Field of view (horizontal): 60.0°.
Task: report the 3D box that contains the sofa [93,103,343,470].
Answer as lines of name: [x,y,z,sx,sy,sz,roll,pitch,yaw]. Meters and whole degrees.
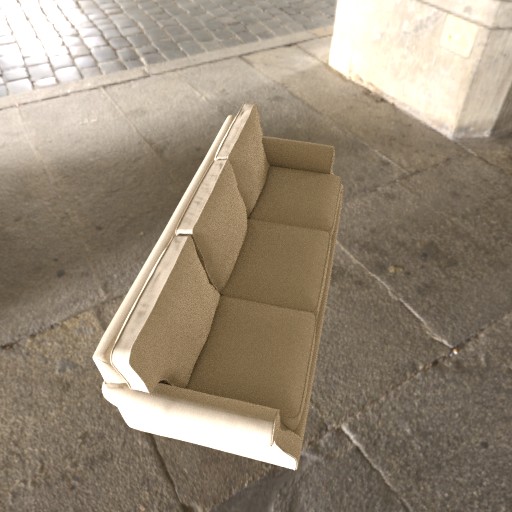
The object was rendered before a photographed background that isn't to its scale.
sofa: [0.000,0.000,2.802,0.966,0.948,2.354,10,47,9]
